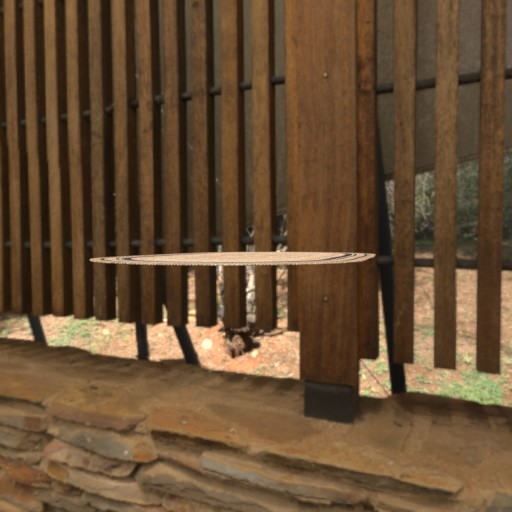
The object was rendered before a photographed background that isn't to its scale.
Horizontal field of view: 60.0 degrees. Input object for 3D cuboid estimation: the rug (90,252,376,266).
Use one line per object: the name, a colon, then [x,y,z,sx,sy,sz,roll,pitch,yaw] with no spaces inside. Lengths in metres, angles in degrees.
rug: [0.000,0.000,2.963,1.520,0.006,2.432,1,2,18]
